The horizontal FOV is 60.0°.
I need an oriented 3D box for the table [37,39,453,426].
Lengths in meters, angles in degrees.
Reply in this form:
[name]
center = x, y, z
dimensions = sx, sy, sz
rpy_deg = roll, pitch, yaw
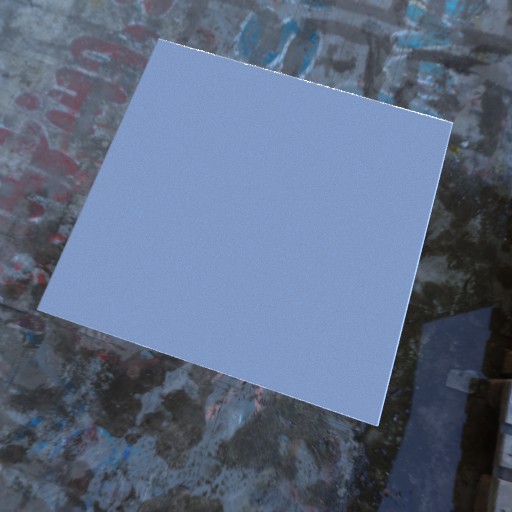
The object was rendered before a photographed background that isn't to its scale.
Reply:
[table]
center = 0.000, 0.000, 0.787
dimensions = 0.420, 0.470, 0.400
rpy_deg = 18, 77, 4
